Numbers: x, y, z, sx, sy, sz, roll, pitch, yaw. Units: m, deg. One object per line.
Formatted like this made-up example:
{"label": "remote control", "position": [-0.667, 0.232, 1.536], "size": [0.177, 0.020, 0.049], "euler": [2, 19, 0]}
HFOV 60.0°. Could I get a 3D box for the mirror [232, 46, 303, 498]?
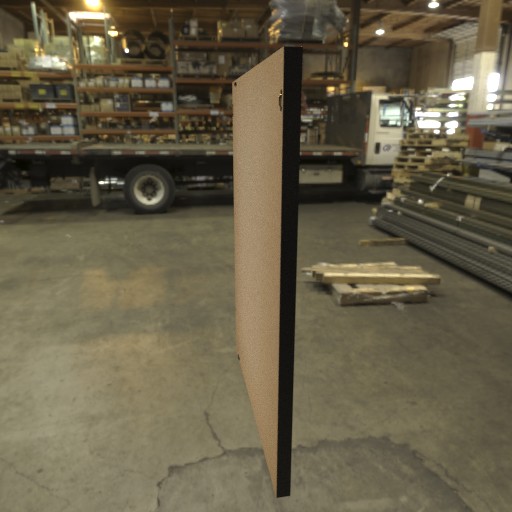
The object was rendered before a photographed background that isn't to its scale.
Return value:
{"label": "mirror", "position": [0.000, 0.000, 1.306], "size": [0.040, 1.016, 0.762], "euler": [-3, 17, -10]}
